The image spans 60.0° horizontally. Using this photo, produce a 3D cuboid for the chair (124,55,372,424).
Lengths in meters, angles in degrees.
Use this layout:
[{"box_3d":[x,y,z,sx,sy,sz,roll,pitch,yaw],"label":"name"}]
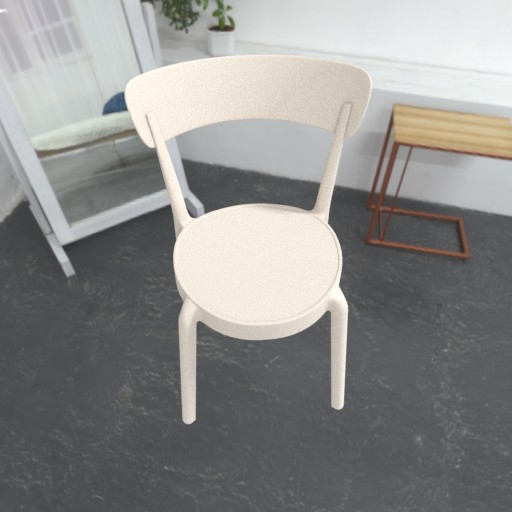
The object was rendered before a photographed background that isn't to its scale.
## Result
[{"box_3d":[0.000,0.000,1.101,0.506,0.790,0.491,-4,48,-4],"label":"chair"}]
